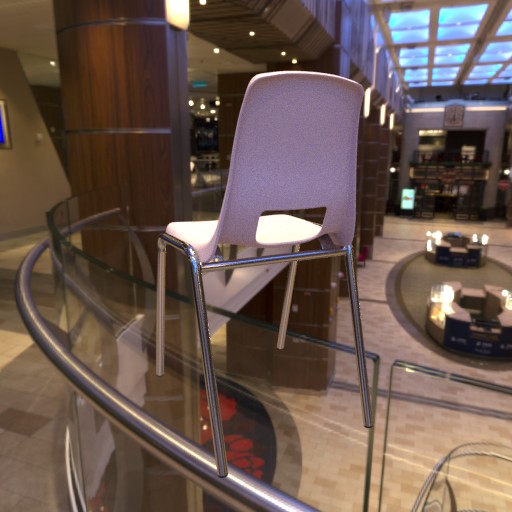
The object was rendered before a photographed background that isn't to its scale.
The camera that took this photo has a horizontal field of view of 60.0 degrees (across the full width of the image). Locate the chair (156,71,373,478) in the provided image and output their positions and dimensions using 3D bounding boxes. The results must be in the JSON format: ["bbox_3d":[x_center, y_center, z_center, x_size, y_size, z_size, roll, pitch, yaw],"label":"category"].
[{"bbox_3d":[0.000,0.000,0.980,0.381,0.704,0.436,-7,15,-25],"label":"chair"}]
